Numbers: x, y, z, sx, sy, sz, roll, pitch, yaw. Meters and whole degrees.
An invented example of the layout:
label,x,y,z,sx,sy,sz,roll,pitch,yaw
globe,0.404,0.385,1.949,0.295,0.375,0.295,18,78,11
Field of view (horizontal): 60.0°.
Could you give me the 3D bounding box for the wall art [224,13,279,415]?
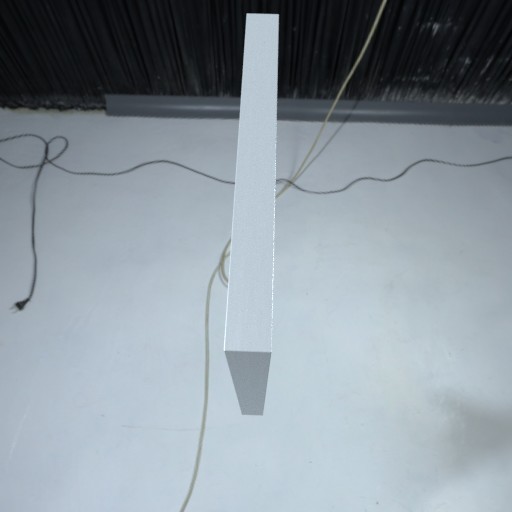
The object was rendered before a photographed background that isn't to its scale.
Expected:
label,x,y,z,sx,sy,sz,roll,pitch,yaw
wall art,0.000,0.000,0.508,0.030,0.379,0.308,2,65,1
